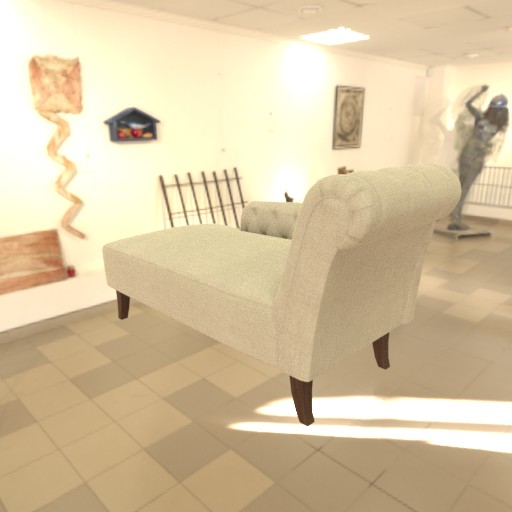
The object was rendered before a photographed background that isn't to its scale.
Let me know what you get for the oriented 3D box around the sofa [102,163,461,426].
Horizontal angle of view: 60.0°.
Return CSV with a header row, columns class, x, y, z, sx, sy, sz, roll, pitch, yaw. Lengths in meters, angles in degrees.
class,x,y,z,sx,sy,sz,roll,pitch,yaw
sofa,0.000,0.000,1.814,1.379,0.787,0.675,16,22,43
